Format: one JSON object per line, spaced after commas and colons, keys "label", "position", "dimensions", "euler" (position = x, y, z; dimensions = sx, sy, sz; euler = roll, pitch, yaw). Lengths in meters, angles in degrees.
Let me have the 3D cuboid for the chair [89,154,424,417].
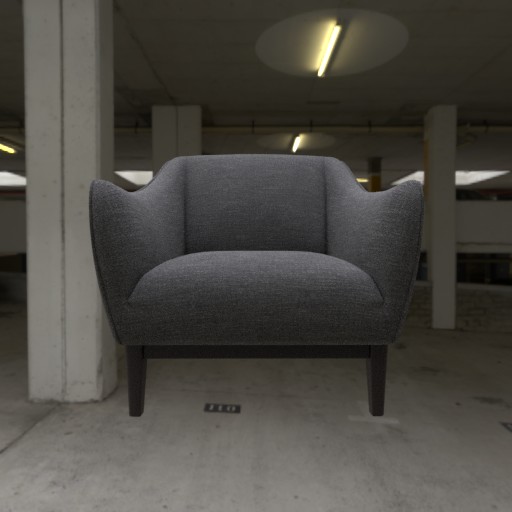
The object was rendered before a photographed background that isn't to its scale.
{"label": "chair", "position": [0.000, 0.000, 1.518], "dimensions": [0.870, 0.829, 0.851], "euler": [0, 1, 0]}
